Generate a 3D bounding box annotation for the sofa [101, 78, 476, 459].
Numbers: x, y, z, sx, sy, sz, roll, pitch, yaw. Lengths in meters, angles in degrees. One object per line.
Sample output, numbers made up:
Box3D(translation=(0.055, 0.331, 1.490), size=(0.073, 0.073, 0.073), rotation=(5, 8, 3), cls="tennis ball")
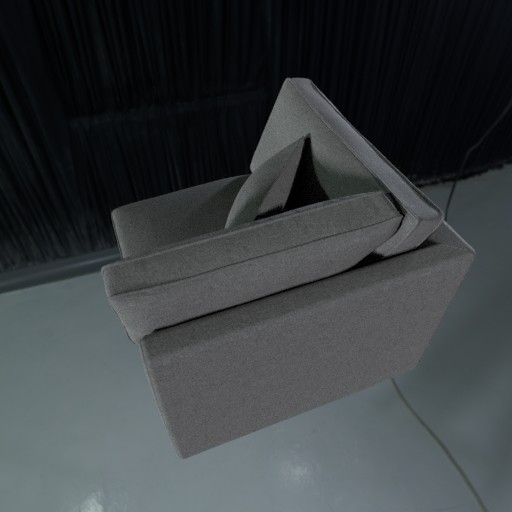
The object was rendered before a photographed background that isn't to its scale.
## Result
Box3D(translation=(0.000, 0.000, 1.871), size=(1.146, 1.002, 1.084), rotation=(-16, 49, -15), cls="sofa")
